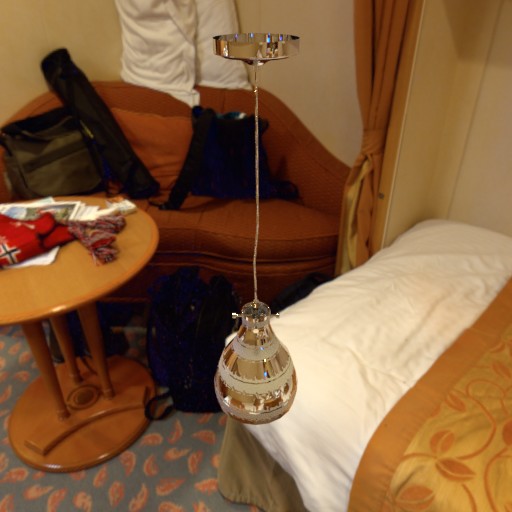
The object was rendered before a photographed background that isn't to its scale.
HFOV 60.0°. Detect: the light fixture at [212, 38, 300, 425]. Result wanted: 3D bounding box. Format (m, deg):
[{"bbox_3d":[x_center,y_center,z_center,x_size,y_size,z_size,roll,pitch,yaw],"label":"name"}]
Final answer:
[{"bbox_3d":[0.000,0.000,1.641,0.374,1.457,0.374,0,32,0],"label":"light fixture"}]
